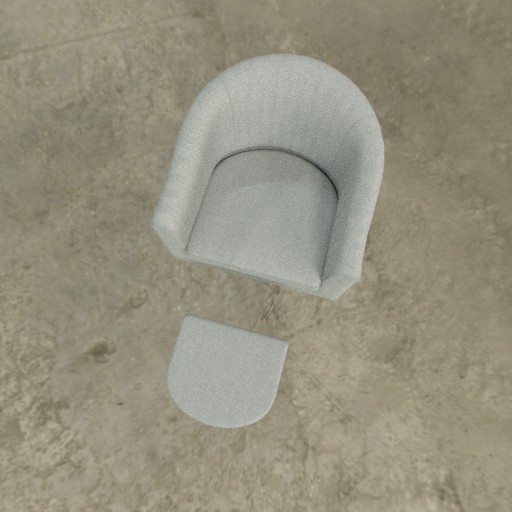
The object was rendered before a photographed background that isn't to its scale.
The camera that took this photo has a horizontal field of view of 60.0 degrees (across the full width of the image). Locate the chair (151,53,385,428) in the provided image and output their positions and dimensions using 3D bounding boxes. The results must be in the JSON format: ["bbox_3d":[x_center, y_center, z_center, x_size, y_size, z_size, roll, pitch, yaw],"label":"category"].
[{"bbox_3d":[0.000,0.000,1.724,0.756,0.757,1.288,15,75,4],"label":"chair"}]
